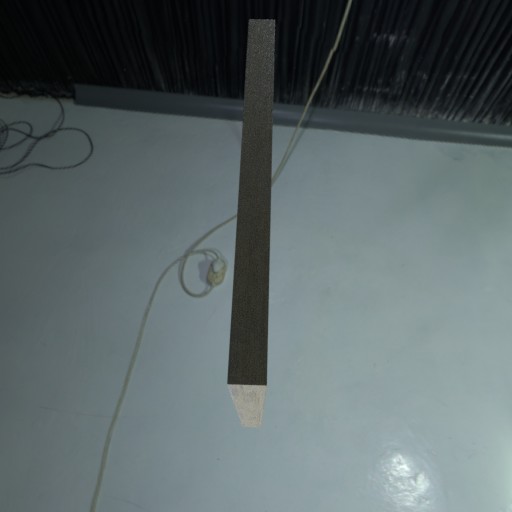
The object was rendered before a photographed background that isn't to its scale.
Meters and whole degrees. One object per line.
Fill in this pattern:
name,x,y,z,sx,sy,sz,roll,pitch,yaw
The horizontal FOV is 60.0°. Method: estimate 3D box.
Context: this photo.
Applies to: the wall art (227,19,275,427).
wall art,0.000,0.000,0.753,0.037,0.507,0.507,2,65,1
